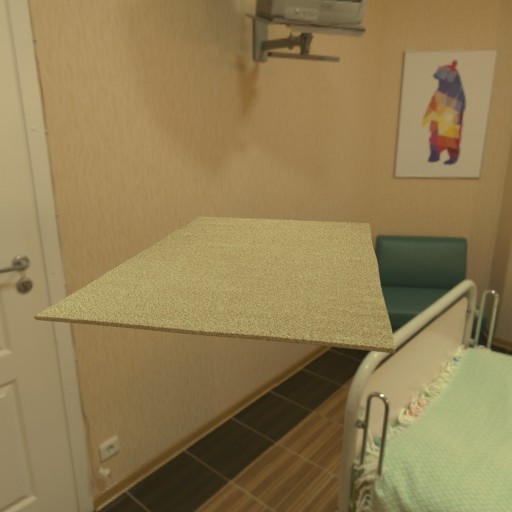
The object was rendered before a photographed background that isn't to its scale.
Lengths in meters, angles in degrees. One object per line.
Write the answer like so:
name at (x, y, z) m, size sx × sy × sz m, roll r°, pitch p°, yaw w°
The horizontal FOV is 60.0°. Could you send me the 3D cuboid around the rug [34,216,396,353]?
rug at (0.000, 0.000, 3.394) m, size 1.800 × 0.025 × 2.699 m, roll 3°, pitch 17°, yaw 11°
